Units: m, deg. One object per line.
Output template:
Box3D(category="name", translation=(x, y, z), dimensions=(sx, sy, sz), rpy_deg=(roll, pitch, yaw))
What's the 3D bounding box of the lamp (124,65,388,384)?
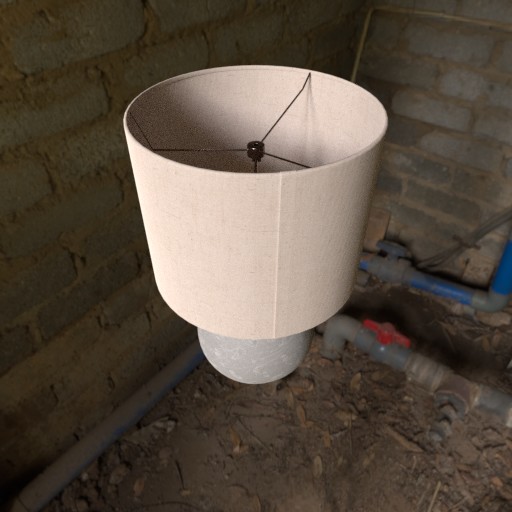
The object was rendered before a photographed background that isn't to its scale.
Box3D(category="lamp", translation=(0.000, 0.000, 0.594), dimensions=(0.269, 0.409, 0.269), rpy_deg=(0, 41, 0))
